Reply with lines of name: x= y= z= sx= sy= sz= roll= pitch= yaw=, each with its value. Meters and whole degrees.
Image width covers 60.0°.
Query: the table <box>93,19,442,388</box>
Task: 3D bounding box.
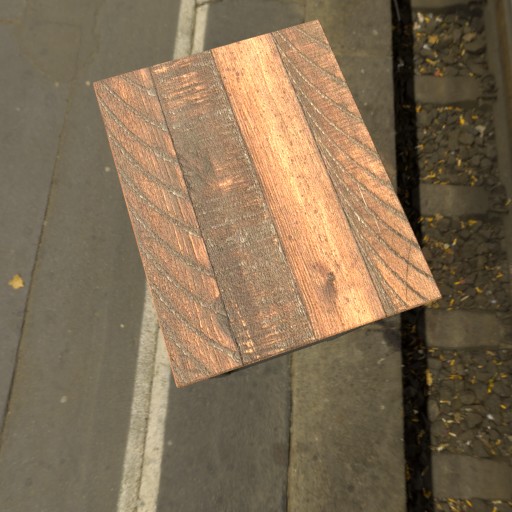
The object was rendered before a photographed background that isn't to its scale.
table: x=0.000 y=0.000 z=0.900 sx=0.323 sy=0.718 sz=0.414 roll=-18 pitch=76 yaw=-5
